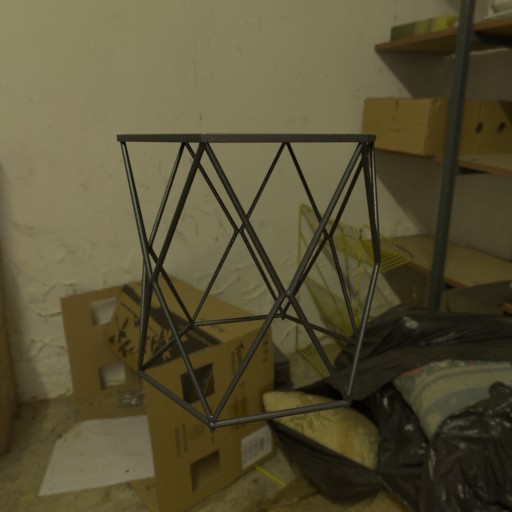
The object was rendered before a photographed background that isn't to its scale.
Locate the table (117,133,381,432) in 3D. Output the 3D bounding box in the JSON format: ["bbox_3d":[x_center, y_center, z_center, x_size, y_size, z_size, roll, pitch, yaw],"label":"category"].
[{"bbox_3d":[0.000,0.000,1.064,0.579,0.564,0.578,-14,20,-42],"label":"table"}]
